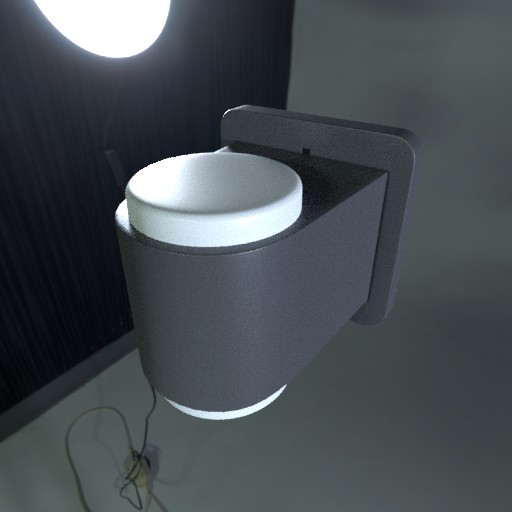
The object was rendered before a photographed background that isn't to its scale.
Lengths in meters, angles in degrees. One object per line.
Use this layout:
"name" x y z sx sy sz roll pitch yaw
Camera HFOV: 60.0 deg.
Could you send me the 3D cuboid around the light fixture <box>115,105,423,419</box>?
"light fixture" 0.000 0.000 0.212 0.109 0.109 0.132 19 36 28
